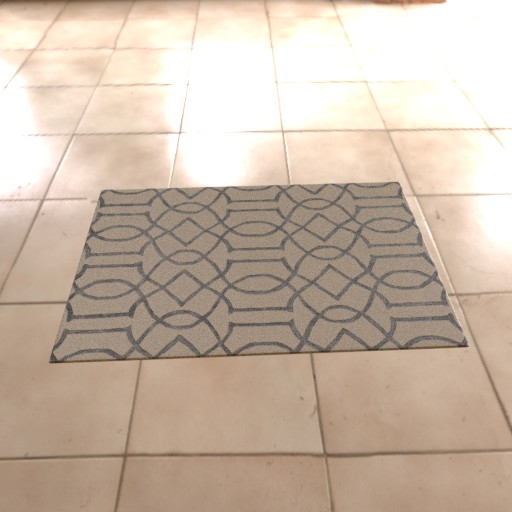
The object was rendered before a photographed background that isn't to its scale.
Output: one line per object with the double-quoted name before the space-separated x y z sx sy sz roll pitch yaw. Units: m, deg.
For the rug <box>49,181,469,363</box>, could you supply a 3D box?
"rug" 0.000 0.000 3.000 2.365 0.017 1.521 -2 47 -2
